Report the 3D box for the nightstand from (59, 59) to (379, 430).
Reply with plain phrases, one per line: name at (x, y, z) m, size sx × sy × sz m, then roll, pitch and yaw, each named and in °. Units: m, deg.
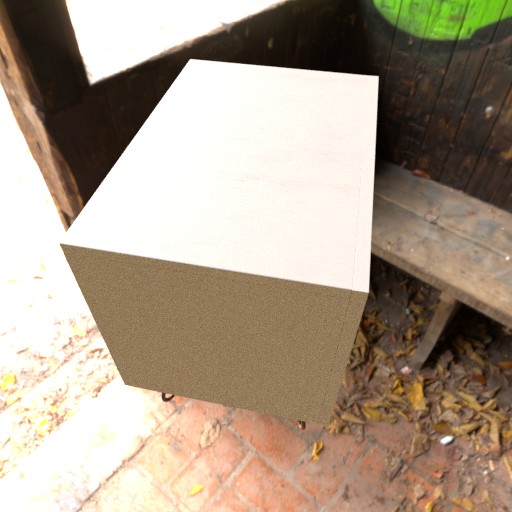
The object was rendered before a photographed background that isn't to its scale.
nightstand at (0.000, 0.000, 1.020) m, size 0.447 × 0.604 × 0.614 m, roll 9°, pitch 48°, yaw 8°
